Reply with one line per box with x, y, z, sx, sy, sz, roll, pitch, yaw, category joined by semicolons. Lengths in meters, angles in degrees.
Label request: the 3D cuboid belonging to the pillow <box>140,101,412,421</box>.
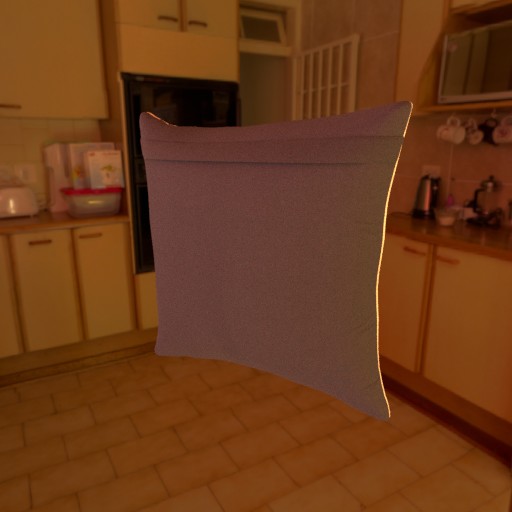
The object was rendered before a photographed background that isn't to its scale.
0.000;0.000;0.635;0.405;0.406;0.173;8;16;29;pillow
